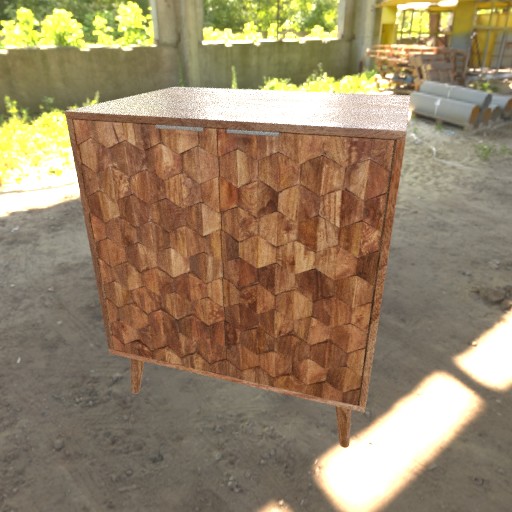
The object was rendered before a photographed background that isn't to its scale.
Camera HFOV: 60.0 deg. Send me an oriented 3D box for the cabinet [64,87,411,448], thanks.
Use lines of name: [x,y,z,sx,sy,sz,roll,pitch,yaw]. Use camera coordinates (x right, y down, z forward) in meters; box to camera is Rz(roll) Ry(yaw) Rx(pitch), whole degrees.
cabinet: [0.000,0.000,1.149,0.647,0.758,0.473,8,28,16]
